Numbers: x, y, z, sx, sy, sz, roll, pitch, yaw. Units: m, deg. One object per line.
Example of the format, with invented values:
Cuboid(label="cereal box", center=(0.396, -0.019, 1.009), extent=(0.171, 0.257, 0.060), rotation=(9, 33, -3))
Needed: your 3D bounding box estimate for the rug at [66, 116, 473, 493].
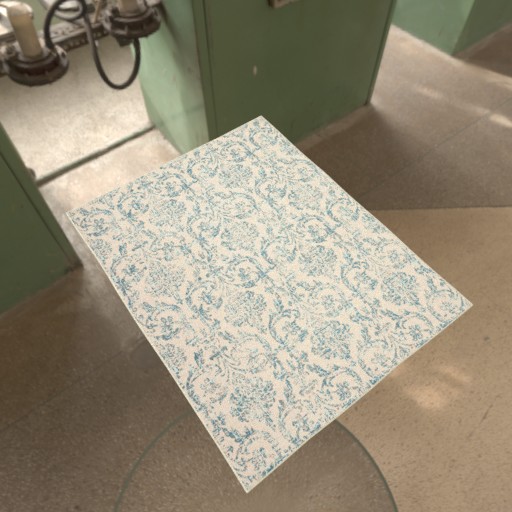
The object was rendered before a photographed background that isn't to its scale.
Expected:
Cuboid(label="rug", center=(0.000, 0.000, 4.007), extent=(2.363, 0.012, 2.980), rotation=(-32, 63, -19))
